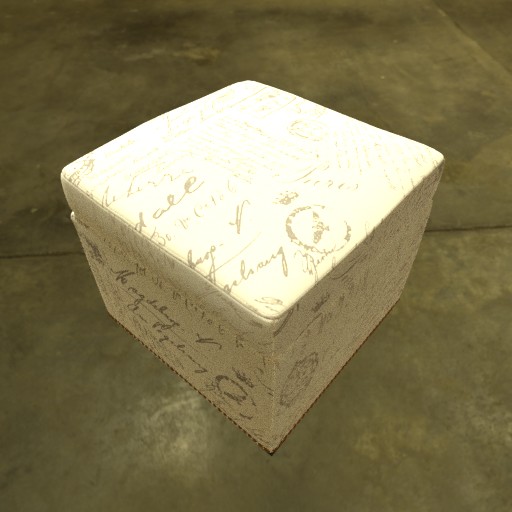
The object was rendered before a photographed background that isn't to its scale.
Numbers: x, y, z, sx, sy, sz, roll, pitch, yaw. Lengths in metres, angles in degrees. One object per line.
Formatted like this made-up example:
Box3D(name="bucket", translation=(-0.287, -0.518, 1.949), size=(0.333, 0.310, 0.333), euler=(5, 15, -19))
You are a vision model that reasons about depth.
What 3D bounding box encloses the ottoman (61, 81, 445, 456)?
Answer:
Box3D(name="ottoman", translation=(0.000, 0.000, 0.832), size=(0.450, 0.457, 0.449), euler=(31, 53, 28))
